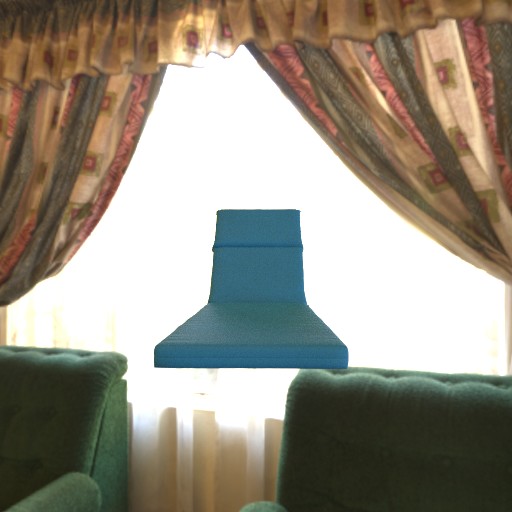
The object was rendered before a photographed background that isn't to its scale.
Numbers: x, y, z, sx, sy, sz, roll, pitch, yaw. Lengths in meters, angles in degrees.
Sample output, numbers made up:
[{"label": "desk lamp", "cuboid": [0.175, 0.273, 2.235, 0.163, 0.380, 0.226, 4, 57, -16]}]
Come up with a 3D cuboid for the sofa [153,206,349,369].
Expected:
[{"label": "sofa", "cuboid": [0.000, 0.000, 1.982, 0.582, 0.622, 1.663, 0, 0, 1]}]
